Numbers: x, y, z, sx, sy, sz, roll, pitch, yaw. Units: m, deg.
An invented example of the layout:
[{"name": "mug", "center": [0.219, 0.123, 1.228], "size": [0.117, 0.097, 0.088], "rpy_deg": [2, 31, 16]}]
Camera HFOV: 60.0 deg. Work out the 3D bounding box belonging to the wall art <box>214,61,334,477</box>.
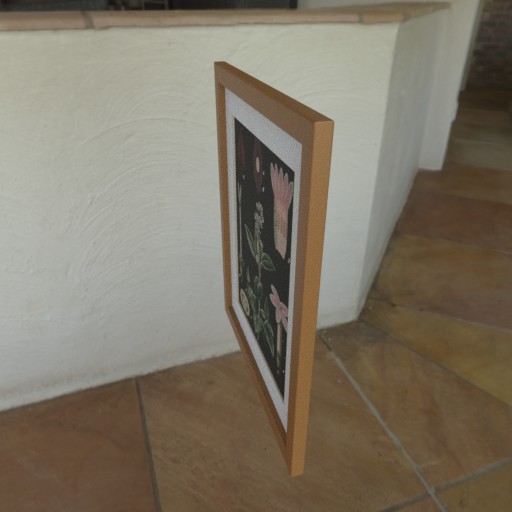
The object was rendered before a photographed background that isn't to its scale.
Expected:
[{"name": "wall art", "center": [0.000, 0.000, 0.743], "size": [0.021, 0.550, 0.449], "rpy_deg": [-9, 32, -14]}]
